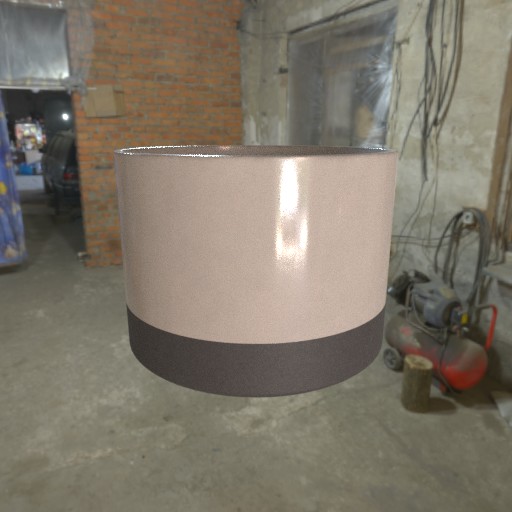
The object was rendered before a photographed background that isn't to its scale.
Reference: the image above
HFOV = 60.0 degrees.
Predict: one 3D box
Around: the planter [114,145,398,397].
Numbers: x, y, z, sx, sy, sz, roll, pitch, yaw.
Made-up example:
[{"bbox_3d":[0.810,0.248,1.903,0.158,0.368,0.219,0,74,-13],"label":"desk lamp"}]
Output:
[{"bbox_3d":[0.000,0.000,0.223,0.128,0.105,0.128,0,16,0],"label":"planter"}]
